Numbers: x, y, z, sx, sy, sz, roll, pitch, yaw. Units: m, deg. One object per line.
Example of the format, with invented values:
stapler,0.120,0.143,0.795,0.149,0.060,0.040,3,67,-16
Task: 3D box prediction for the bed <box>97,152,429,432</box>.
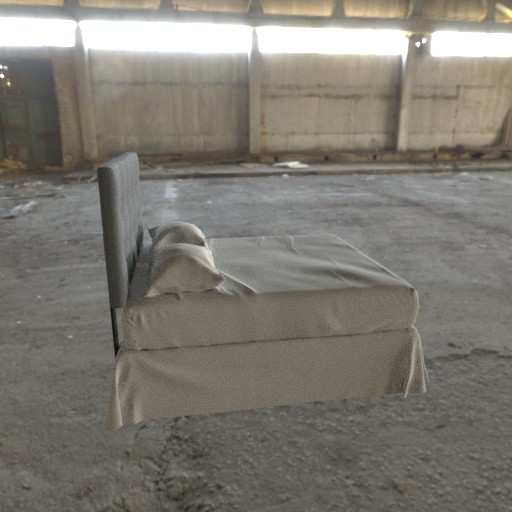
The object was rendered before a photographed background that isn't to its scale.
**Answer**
bed,0.000,0.000,3.564,2.222,1.577,1.936,-3,16,-9
